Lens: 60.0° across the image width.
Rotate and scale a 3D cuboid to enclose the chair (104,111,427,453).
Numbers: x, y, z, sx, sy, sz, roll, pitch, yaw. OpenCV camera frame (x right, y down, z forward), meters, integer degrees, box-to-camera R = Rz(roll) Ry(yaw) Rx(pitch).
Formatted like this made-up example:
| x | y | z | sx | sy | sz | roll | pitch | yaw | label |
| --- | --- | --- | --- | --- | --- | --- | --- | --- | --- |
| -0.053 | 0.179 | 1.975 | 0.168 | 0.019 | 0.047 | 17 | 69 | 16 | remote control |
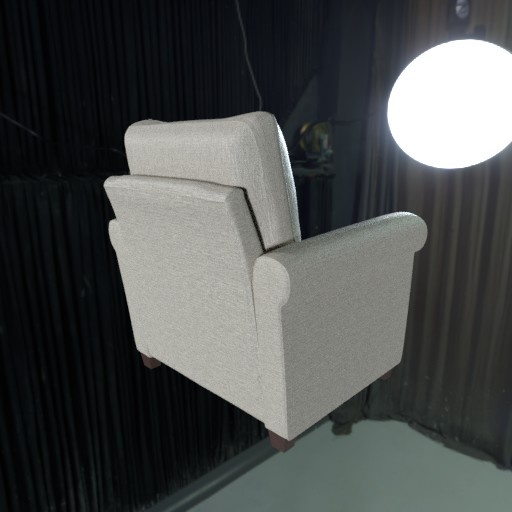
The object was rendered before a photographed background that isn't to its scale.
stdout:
| x | y | z | sx | sy | sz | roll | pitch | yaw | label |
| --- | --- | --- | --- | --- | --- | --- | --- | --- | --- |
| 0.000 | 0.000 | 2.276 | 1.275 | 1.349 | 1.180 | 14 | 20 | 43 | chair |
